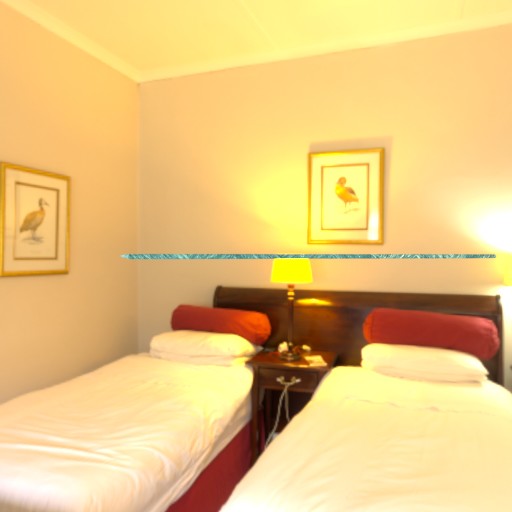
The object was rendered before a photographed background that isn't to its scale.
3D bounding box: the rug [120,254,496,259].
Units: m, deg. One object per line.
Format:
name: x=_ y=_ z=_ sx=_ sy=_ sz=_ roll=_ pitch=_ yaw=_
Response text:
rug: x=0.000 y=0.000 z=4.177 sx=2.405 sy=0.027 sz=3.217 roll=0 pitch=0 yaw=-18
